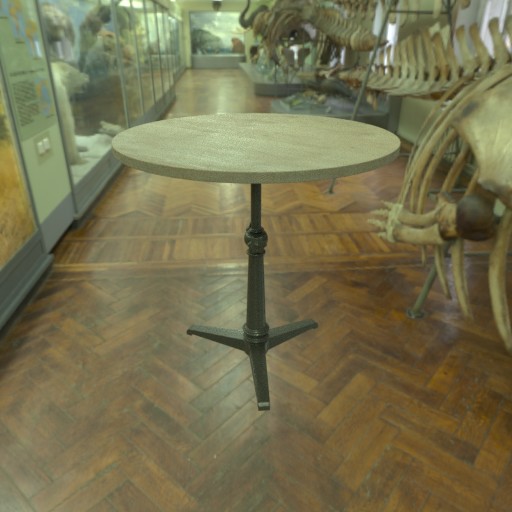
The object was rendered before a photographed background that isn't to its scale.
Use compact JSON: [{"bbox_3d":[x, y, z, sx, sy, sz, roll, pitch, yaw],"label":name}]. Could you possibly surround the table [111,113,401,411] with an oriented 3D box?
[{"bbox_3d":[0.000,0.000,1.448,0.800,0.780,0.800,0,26,0],"label":"table"}]
